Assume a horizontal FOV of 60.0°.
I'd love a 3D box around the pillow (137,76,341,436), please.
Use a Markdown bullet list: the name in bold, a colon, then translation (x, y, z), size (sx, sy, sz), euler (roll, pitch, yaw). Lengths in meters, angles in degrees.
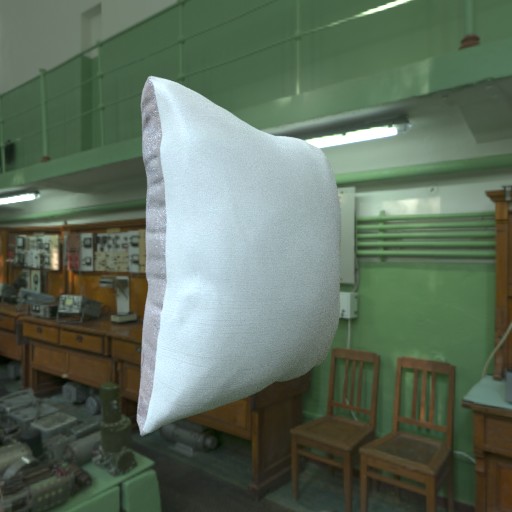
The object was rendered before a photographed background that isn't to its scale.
- **pillow**: translation (0.000, 0.000, 0.720), size (0.245, 0.448, 0.450), euler (0, 1, 37)
